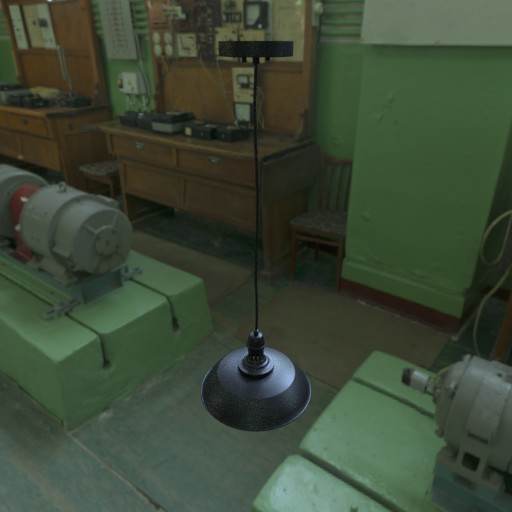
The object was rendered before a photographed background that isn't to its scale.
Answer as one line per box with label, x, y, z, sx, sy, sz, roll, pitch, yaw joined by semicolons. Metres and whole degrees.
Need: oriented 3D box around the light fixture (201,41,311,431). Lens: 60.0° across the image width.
light fixture;0.000;0.000;1.139;0.331;0.993;0.331;18;31;32
